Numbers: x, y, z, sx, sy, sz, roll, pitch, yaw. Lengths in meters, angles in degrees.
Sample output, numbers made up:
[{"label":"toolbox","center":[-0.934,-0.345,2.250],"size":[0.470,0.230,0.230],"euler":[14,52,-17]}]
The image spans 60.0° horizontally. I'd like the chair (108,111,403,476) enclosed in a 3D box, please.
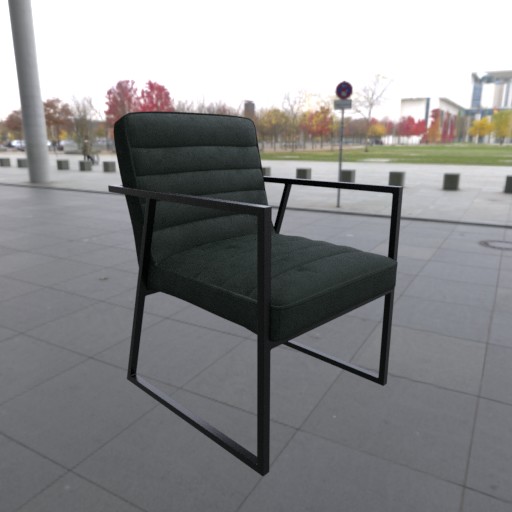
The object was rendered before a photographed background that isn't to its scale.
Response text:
[{"label":"chair","center":[0.000,0.000,1.317],"size":[0.677,0.833,0.571],"euler":[14,20,43]}]
